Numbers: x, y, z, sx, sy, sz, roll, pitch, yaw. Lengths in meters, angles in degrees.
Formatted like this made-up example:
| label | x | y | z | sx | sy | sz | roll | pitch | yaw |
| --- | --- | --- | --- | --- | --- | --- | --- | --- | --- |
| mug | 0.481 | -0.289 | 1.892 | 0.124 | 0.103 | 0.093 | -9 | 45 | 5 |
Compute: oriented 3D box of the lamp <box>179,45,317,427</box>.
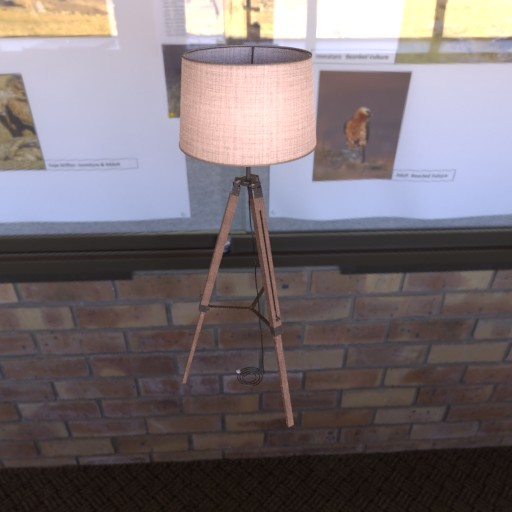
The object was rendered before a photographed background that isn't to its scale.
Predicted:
| label | x | y | z | sx | sy | sz | roll | pitch | yaw |
| --- | --- | --- | --- | --- | --- | --- | --- | --- | --- |
| lamp | 0.000 | 0.000 | 1.811 | 0.604 | 1.510 | 0.587 | -20 | 38 | -29 |
